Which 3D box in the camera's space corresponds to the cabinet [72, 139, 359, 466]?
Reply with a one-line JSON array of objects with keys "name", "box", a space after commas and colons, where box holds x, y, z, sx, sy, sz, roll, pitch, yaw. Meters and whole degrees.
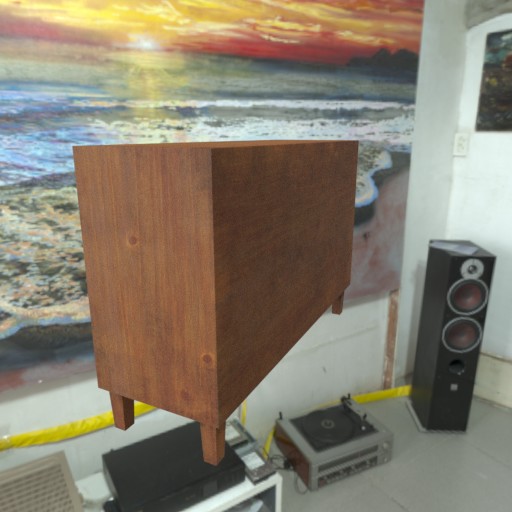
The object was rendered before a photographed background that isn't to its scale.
[{"name": "cabinet", "box": [0.000, 0.000, 1.619, 0.403, 0.805, 1.204, 8, 17, 26]}]
